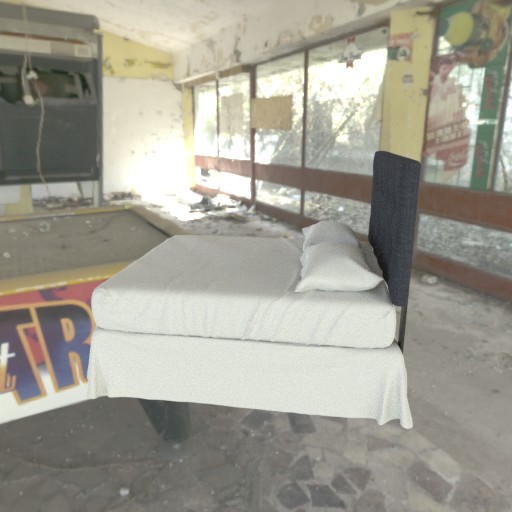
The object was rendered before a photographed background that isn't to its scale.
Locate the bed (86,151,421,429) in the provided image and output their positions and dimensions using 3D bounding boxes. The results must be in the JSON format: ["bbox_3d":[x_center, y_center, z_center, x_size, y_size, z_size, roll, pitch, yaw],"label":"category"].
[{"bbox_3d":[0.000,0.000,3.496,2.222,1.577,1.936,2,16,9],"label":"bed"}]
